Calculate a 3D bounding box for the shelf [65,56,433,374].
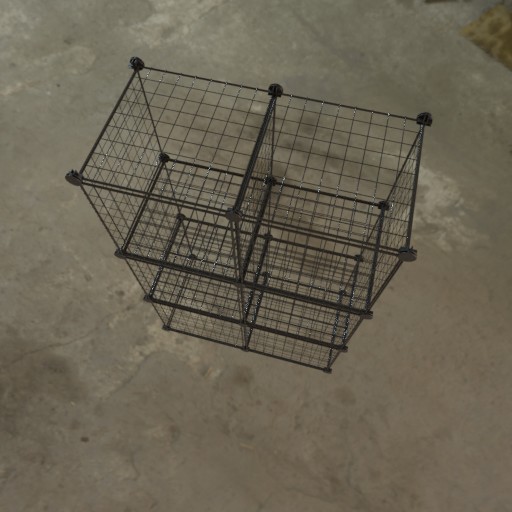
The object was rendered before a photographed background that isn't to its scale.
[{"bbox_3d":[0.000,0.000,1.404,0.711,1.067,0.356,13,64,7],"label":"shelf"}]
